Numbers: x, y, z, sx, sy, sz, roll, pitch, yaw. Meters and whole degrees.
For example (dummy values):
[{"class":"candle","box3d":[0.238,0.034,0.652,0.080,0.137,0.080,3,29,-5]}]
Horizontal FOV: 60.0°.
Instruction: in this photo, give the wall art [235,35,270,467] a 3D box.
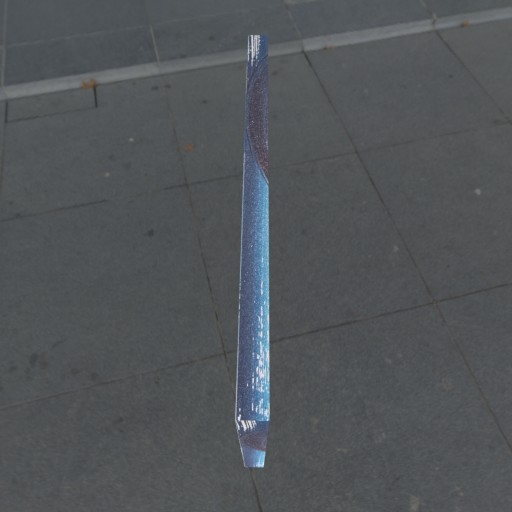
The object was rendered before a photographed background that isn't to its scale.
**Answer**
[{"class":"wall art","box3d":[0.000,0.000,0.750,0.033,0.406,0.609,1,59,0]}]
